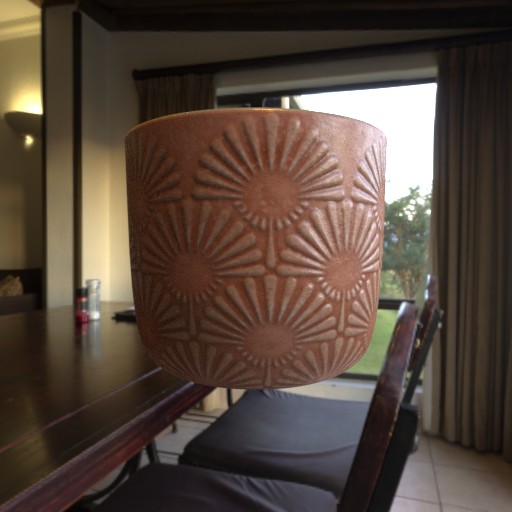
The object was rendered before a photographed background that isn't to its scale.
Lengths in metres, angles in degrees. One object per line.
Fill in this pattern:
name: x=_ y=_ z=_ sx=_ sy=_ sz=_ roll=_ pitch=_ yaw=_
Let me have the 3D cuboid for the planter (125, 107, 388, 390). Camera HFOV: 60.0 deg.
planter: x=0.000 y=0.000 z=0.219 sx=0.124 sy=0.109 sz=0.124 roll=0 pitch=2 yaw=0
